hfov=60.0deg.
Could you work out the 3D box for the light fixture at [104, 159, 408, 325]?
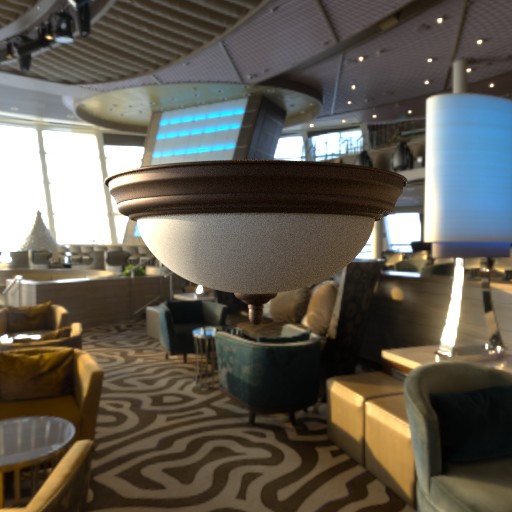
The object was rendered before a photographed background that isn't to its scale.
[{"bbox_3d":[0.000,0.000,0.433,0.280,0.135,0.280,0,1,0],"label":"light fixture"}]
